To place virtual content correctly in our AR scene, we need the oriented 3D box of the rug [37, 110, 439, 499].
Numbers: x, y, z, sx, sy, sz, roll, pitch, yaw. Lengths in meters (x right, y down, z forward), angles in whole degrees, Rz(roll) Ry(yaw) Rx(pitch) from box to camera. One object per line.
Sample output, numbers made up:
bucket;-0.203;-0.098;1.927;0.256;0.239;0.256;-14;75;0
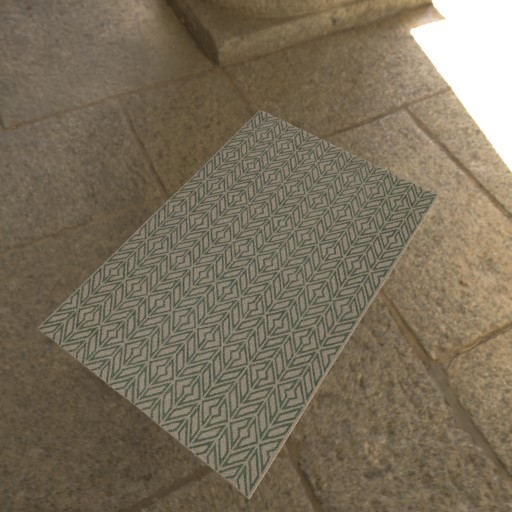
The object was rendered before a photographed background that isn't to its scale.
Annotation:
rug;0.000;0.000;2.278;1.220;0.007;1.828;31;64;17
